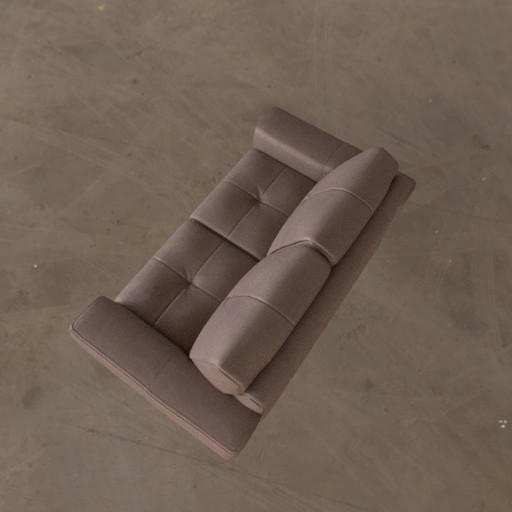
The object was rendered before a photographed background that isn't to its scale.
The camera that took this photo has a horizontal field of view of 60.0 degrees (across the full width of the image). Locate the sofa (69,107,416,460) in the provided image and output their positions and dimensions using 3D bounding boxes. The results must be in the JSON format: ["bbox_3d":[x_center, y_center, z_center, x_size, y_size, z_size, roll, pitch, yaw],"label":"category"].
[{"bbox_3d":[0.000,0.000,2.393,1.018,0.907,1.806,32,68,15],"label":"sofa"}]
